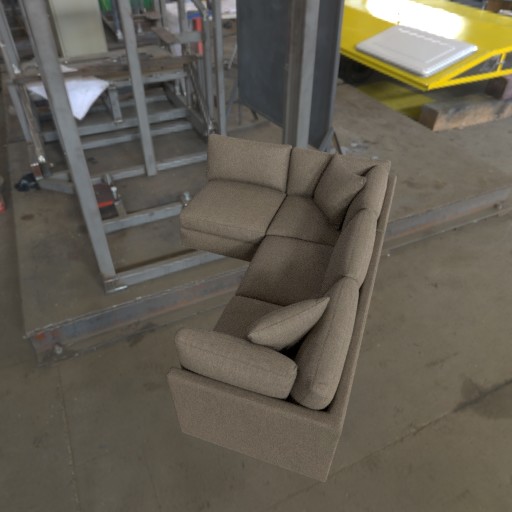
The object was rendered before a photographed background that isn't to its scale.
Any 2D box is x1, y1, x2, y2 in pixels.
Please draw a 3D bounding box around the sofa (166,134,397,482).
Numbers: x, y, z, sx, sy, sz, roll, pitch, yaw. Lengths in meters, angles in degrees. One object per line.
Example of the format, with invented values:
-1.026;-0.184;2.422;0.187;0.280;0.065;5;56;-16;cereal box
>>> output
0.000;0.000;3.787;1.994;0.978;2.896;13;42;15;sofa
